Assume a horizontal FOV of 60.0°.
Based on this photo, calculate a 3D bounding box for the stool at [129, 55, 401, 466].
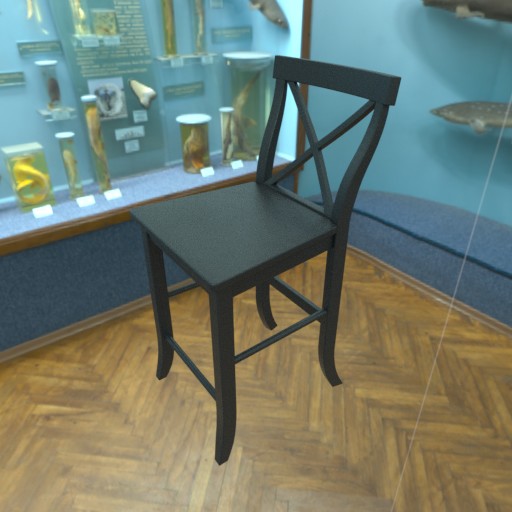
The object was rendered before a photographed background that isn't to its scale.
[{"bbox_3d":[0.000,0.000,1.281,0.559,0.989,0.452,-21,37,-30],"label":"stool"}]
